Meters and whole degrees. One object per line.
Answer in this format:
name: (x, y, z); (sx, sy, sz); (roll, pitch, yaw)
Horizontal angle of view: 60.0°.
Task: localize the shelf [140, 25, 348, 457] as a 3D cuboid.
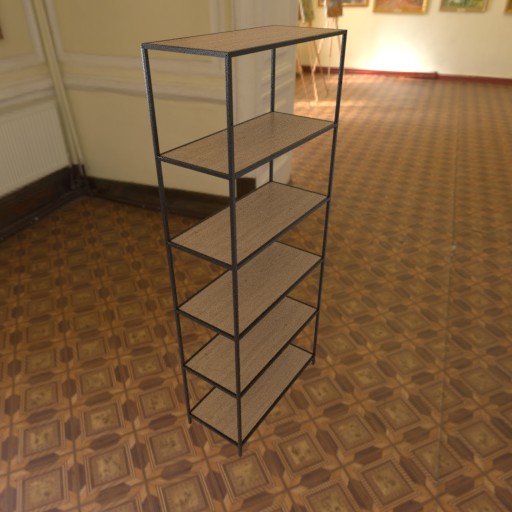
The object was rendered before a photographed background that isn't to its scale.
shelf: (0.000, 0.000, 2.068); (0.350, 1.850, 0.770); (20, 37, 29)
